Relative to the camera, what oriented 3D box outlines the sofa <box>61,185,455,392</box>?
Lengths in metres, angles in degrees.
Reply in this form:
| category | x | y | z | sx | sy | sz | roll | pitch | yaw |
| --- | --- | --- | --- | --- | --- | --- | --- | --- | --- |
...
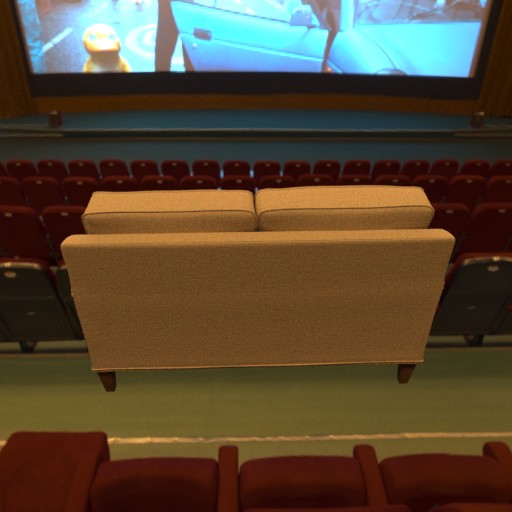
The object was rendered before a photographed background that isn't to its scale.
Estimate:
| category | x | y | z | sx | sy | sz | roll | pitch | yaw |
| --- | --- | --- | --- | --- | --- | --- | --- | --- | --- |
| sofa | 0.000 | 0.000 | 2.304 | 1.597 | 1.003 | 1.084 | -1 | 29 | -2 |
